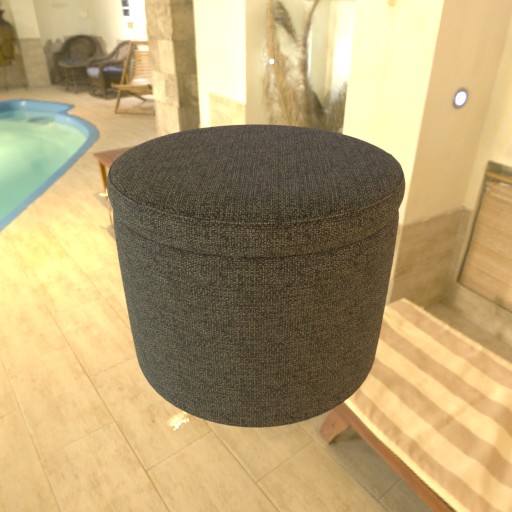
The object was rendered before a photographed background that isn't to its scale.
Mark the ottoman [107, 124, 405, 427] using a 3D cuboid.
[{"bbox_3d":[0.000,0.000,0.887,0.520,0.430,0.520,0,30,0],"label":"ottoman"}]
